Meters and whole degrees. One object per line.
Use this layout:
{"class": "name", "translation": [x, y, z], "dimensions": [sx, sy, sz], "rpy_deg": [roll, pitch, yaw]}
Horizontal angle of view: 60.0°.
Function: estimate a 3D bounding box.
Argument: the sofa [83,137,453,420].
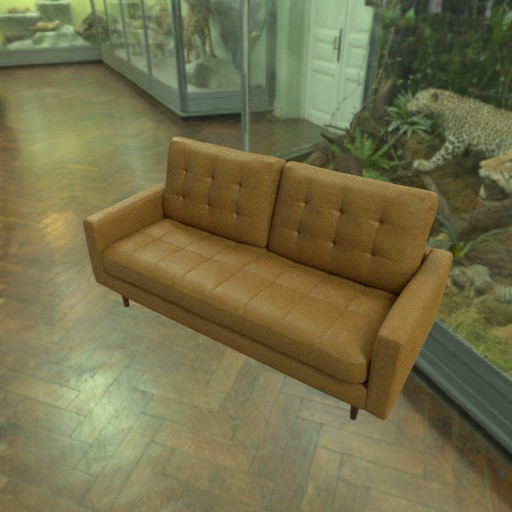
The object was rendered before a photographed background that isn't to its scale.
{"class": "sofa", "translation": [0.000, 0.000, 2.360], "dimensions": [1.821, 0.898, 0.850], "rpy_deg": [19, 36, 28]}
